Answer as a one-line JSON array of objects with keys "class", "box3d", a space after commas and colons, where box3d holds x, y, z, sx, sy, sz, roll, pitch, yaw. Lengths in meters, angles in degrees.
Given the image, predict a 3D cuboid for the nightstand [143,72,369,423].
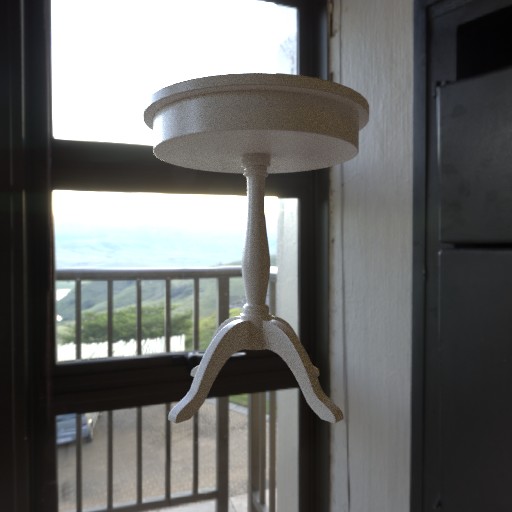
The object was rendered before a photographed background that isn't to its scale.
[{"class": "nightstand", "box3d": [0.000, 0.000, 1.038, 0.513, 0.653, 0.513, -1, 1, -36]}]
